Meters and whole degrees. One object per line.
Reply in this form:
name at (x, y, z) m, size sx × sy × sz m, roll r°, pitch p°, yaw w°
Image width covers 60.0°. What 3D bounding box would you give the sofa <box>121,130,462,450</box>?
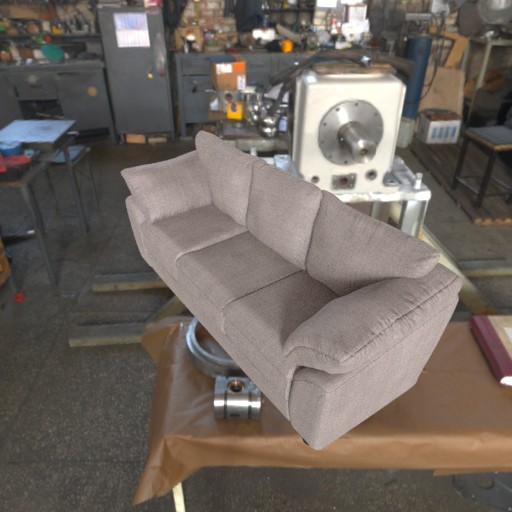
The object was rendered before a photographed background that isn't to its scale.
sofa at (0.000, 0.000, 2.811) m, size 0.878 × 0.996 × 2.334 m, roll -21°, pitch 38°, yaw -29°
